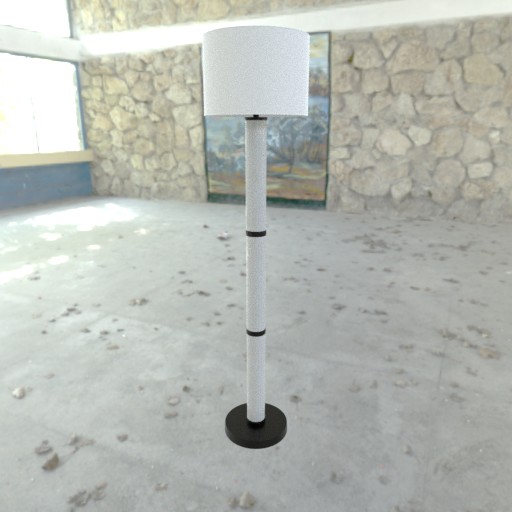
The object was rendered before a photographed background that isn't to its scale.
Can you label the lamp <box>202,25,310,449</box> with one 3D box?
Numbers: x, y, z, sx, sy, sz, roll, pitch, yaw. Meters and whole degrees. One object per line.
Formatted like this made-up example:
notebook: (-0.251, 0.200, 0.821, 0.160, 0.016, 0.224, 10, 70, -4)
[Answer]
lamp: (0.000, 0.000, 1.766, 0.377, 1.599, 0.377, 8, 18, 25)
